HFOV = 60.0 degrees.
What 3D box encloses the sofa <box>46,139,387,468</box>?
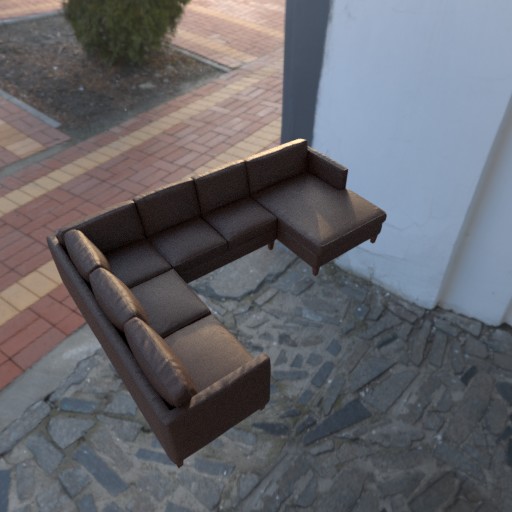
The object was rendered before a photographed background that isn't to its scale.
[{"bbox_3d":[0.000,0.000,4.660,3.460,0.923,2.593,-26,48,-27],"label":"sofa"}]
